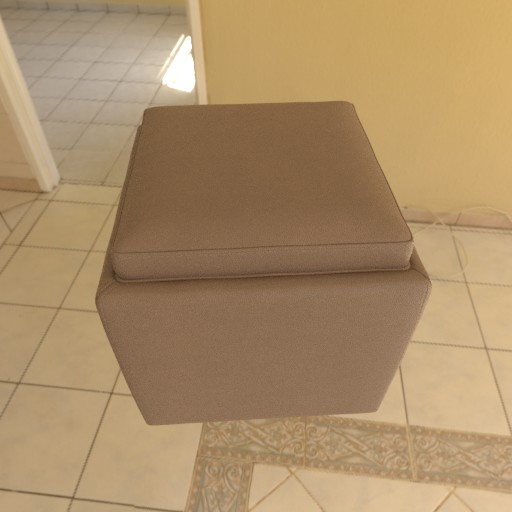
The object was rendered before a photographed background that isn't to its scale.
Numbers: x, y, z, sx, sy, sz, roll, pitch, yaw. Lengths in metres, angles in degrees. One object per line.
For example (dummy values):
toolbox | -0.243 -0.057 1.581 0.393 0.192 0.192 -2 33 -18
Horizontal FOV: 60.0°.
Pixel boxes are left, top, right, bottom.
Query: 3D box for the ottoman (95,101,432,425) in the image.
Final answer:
ottoman | 0.000 0.000 0.824 0.451 0.460 0.450 -2 45 -2
